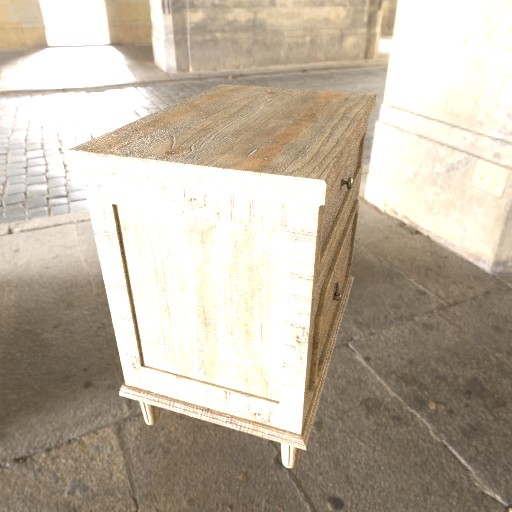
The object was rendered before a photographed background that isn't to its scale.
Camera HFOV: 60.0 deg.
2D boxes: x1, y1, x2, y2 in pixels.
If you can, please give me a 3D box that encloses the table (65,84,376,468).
[{"bbox_3d":[0.000,0.000,1.146,0.457,0.711,0.686,10,32,16],"label":"table"}]
